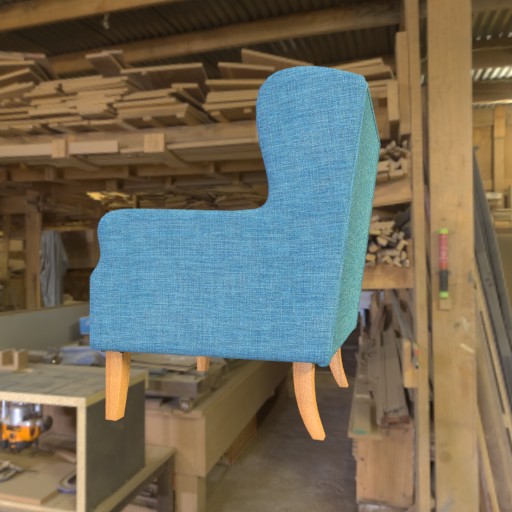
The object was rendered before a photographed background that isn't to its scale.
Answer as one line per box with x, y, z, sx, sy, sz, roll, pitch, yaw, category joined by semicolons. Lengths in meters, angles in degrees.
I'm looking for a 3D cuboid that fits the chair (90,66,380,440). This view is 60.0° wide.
0.000;0.000;1.481;0.775;0.952;0.711;0;-1;19;chair
